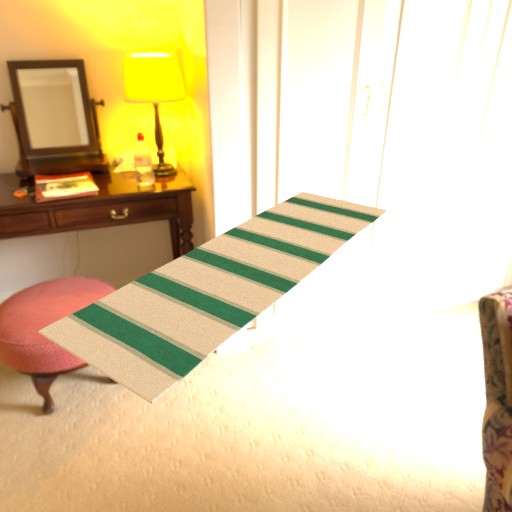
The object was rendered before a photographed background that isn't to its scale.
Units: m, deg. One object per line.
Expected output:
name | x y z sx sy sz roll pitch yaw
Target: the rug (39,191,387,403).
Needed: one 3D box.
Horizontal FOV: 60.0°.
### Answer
rug | 0.000 0.000 2.751 0.768 0.012 2.438 18 32 31
